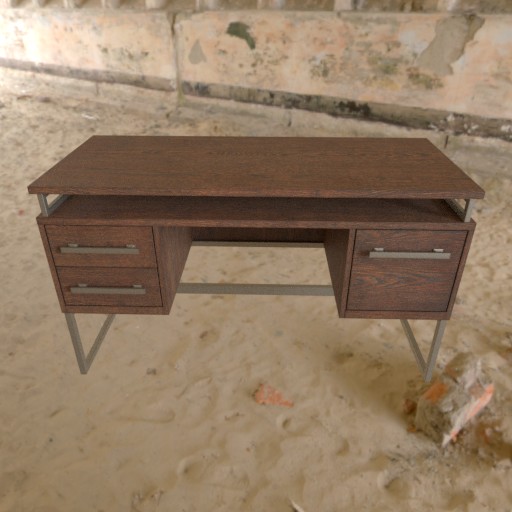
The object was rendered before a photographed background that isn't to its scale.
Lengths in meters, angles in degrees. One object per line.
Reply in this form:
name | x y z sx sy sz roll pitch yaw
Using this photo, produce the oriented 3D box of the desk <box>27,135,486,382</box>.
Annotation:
desk | 0.000 0.000 1.776 1.384 0.792 0.610 1 30 1
